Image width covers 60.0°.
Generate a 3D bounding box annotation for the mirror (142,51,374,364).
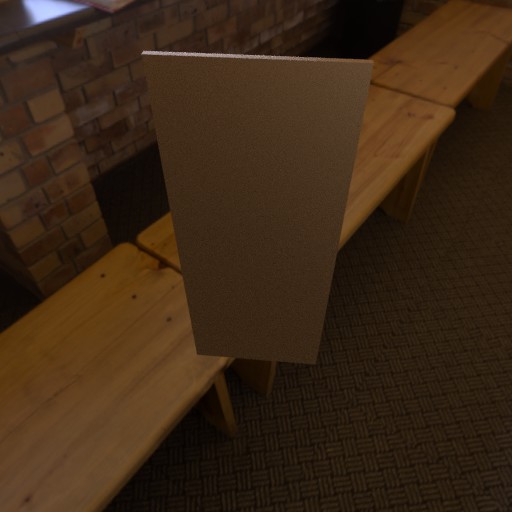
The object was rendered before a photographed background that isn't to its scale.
[{"bbox_3d":[0.000,0.000,2.291,0.812,2.031,0.025,4,47,4],"label":"mirror"}]
